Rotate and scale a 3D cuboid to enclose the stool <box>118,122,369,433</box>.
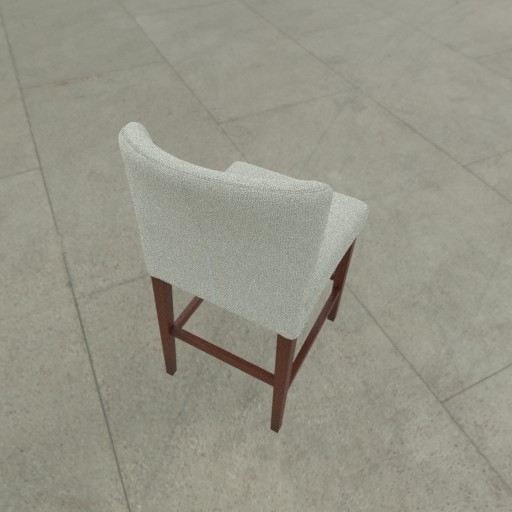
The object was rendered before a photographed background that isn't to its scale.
[{"bbox_3d":[0.000,0.000,1.293,0.481,0.969,0.568,22,51,19],"label":"stool"}]
